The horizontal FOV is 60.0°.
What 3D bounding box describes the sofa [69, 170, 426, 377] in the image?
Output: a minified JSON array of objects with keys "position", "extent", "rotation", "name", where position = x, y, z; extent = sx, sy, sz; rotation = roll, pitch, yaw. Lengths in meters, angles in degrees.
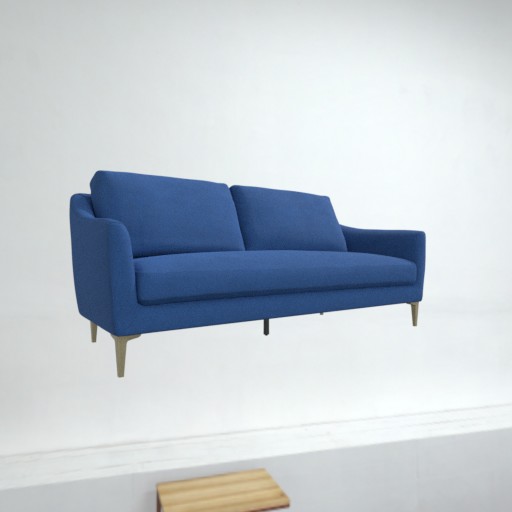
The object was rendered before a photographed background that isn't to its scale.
[{"position":[0.000,0.000,2.594],"extent":[2.036,0.903,0.960],"rotation":[0,1,-37],"name":"sofa"}]
